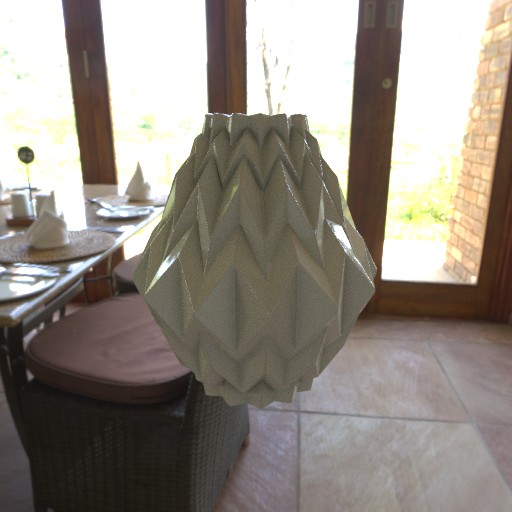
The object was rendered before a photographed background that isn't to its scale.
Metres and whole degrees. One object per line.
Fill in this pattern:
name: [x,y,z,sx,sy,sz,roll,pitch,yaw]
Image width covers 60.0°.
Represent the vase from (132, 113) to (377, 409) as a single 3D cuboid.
vase: [0.000,0.000,0.303,0.164,0.185,0.164,0,17,0]
